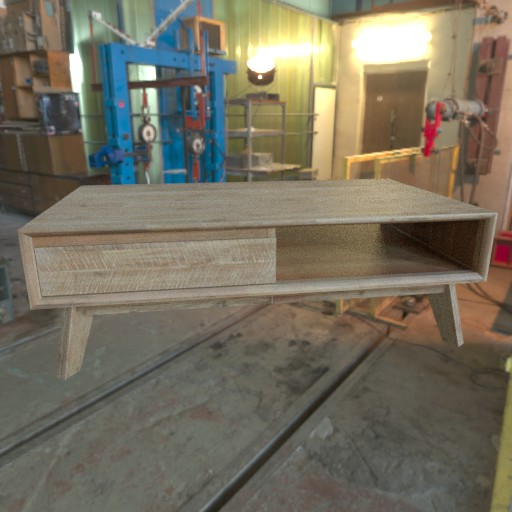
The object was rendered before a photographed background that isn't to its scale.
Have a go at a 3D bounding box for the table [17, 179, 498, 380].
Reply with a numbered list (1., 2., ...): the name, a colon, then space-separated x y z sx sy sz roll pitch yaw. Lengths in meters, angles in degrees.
1. table: 0.000 0.000 1.981 1.619 0.531 0.918 -3 18 -8
